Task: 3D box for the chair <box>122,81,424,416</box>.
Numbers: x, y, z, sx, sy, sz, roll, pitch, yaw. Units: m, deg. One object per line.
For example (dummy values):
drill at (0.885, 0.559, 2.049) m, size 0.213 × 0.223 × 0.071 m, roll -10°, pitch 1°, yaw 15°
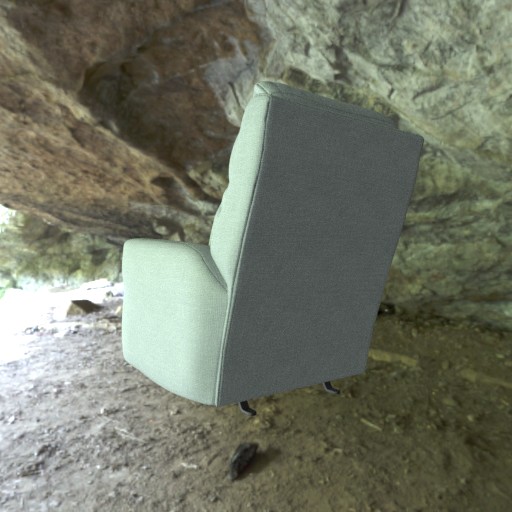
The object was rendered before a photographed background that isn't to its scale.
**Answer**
chair at (0.000, 0.000, 1.762) m, size 0.829 × 1.030 × 1.080 m, roll 0°, pitch 0°, yaw -36°
